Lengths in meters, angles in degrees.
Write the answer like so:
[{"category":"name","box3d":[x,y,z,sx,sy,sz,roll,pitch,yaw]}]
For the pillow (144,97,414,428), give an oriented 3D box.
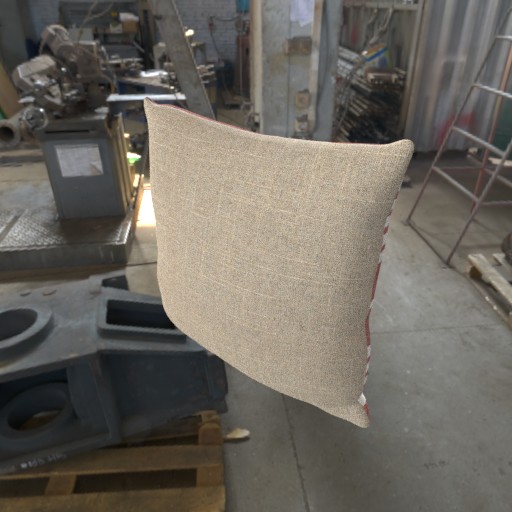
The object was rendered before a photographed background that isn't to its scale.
[{"category":"pillow","box3d":[0.000,0.000,0.673,0.439,0.427,0.182,22,37,32]}]
